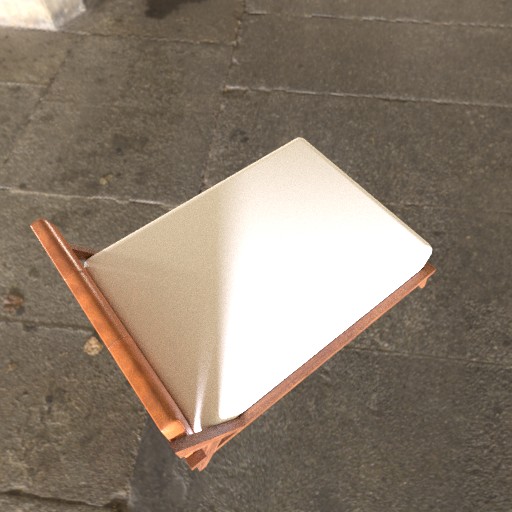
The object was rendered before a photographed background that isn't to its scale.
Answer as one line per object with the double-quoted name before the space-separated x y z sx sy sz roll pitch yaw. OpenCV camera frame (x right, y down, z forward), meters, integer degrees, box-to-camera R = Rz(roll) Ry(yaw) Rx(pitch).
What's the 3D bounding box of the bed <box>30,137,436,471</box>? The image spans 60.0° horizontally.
"bed" 0.000 0.000 3.201 2.311 1.168 1.651 -34 64 -19
